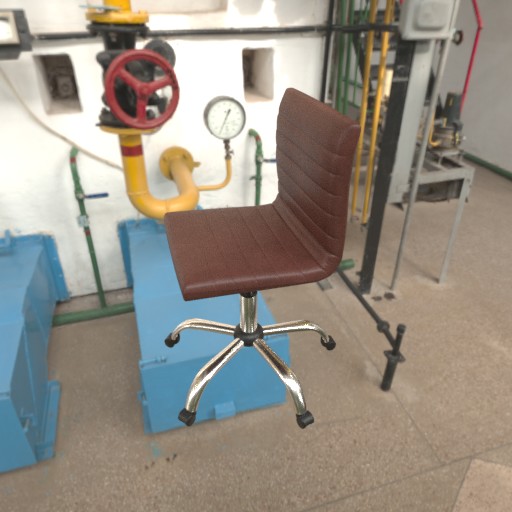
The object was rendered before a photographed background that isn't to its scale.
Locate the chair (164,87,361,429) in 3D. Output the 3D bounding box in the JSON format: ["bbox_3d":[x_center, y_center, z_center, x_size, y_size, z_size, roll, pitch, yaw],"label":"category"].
[{"bbox_3d":[0.000,0.000,1.182,0.530,0.780,0.556,-9,32,-14],"label":"chair"}]
